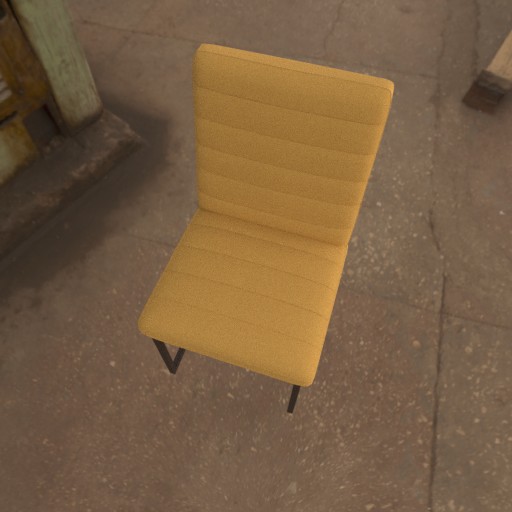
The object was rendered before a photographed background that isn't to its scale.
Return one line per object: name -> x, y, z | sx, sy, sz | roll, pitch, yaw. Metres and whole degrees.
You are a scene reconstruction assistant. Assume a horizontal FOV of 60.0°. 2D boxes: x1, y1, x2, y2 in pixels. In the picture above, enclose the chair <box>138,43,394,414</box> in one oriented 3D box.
chair -> 0.000, 0.000, 1.334 | 0.520, 0.930, 0.634 | 16, 59, 10
